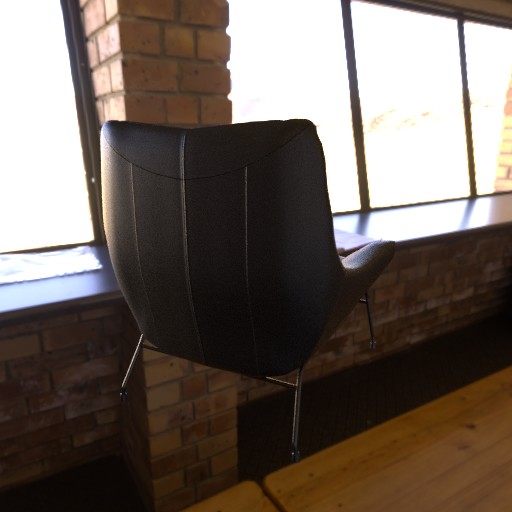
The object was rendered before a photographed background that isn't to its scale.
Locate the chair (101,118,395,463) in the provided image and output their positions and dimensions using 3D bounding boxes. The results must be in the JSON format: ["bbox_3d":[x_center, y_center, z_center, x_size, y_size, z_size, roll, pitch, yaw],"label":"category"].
[{"bbox_3d":[0.000,0.000,1.584,0.836,0.922,0.826,8,18,26],"label":"chair"}]
